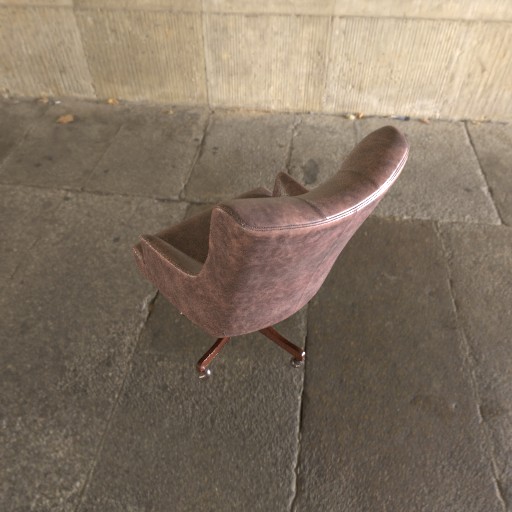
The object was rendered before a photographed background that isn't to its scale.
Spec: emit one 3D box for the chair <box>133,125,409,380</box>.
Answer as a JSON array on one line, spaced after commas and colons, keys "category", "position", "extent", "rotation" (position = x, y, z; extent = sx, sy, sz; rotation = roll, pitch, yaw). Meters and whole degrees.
[{"category": "chair", "position": [0.000, 0.000, 1.563], "extent": [0.641, 1.035, 0.762], "rotation": [-29, 52, -25]}]
